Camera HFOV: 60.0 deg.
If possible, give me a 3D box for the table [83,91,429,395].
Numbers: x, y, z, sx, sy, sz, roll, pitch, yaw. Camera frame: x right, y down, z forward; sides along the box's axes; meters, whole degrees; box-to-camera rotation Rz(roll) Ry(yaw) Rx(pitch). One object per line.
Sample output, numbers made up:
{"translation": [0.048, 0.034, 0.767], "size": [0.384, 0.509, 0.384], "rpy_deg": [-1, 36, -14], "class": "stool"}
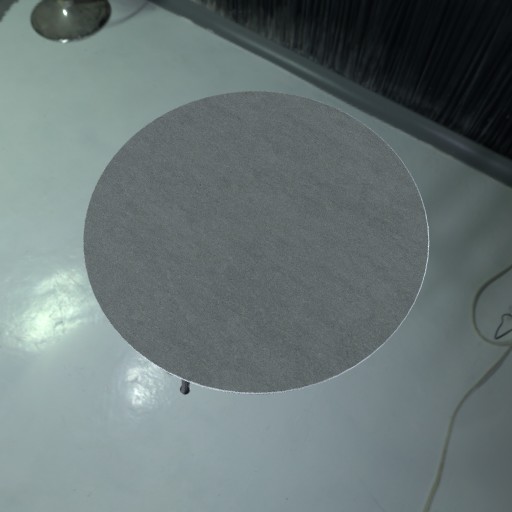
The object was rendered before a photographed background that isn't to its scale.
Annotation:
{"translation": [0.000, 0.000, 1.367], "size": [0.889, 0.470, 0.889], "rpy_deg": [0, 64, 0], "class": "table"}
